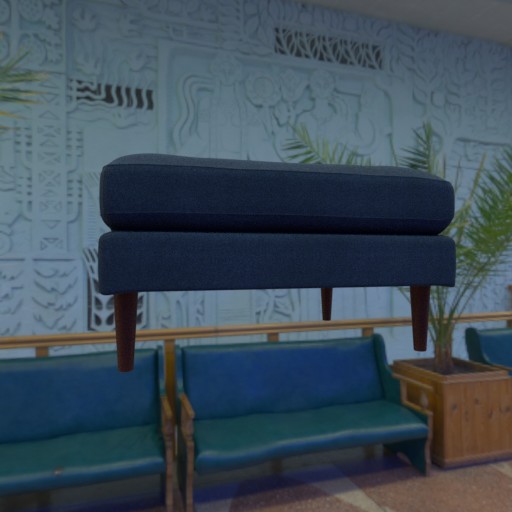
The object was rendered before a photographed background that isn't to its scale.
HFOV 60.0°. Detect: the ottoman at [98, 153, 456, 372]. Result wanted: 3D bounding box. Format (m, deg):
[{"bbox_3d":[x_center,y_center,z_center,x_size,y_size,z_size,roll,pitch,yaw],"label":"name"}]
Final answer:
[{"bbox_3d":[0.000,0.000,1.277,0.821,0.474,0.693,0,0,-16],"label":"ottoman"}]
